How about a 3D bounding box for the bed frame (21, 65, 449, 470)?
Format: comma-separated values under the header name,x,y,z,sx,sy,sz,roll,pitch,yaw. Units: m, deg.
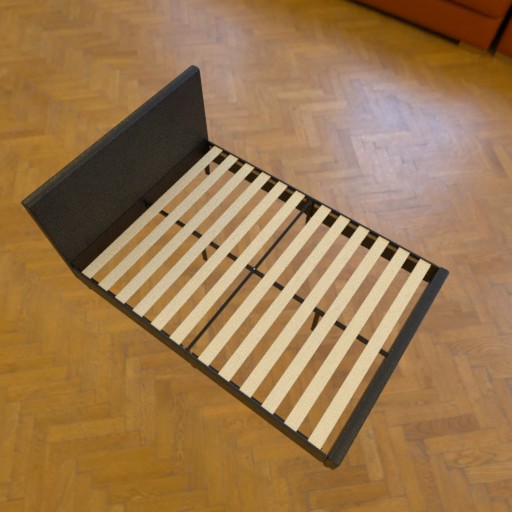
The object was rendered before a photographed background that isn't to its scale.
name,x,y,z,sx,sy,sz,roll,pitch,yaw
bed frame,0.000,0.000,2.864,2.152,1.046,1.469,32,64,17
